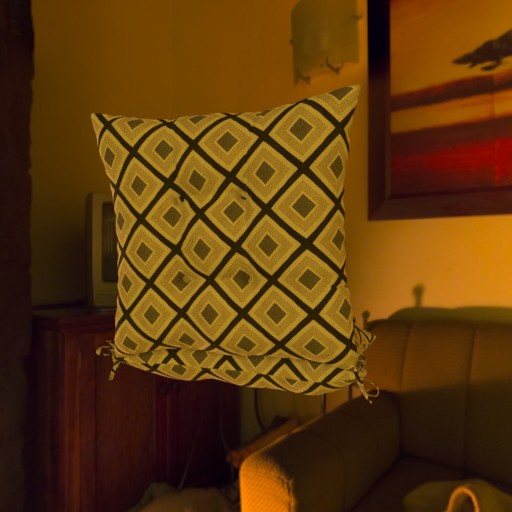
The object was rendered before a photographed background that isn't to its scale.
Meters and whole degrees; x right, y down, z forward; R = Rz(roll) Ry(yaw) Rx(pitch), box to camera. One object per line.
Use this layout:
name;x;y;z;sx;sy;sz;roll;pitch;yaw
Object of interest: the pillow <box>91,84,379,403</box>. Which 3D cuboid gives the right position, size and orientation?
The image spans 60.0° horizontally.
pillow;0.000;0.000;0.998;0.541;0.536;0.585;0;-1;17
